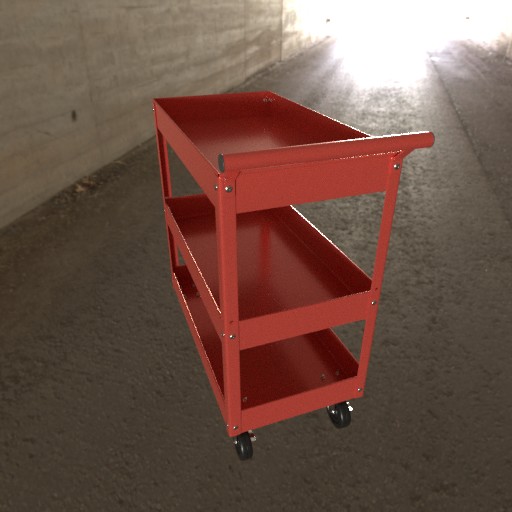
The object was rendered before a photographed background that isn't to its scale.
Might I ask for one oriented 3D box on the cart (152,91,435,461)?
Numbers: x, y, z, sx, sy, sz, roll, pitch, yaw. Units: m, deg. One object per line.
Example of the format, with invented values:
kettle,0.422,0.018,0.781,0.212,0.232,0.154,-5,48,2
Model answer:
cart,0.000,0.000,1.159,0.366,0.780,0.719,-10,32,-18
